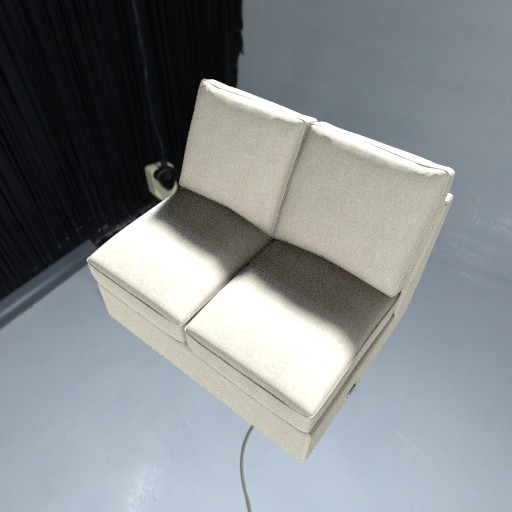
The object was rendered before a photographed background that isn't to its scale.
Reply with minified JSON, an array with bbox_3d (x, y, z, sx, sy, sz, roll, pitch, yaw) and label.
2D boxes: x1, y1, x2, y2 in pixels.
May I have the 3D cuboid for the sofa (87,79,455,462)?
[{"bbox_3d":[0.000,0.000,1.972,1.232,1.006,0.978,29,53,25],"label":"sofa"}]
